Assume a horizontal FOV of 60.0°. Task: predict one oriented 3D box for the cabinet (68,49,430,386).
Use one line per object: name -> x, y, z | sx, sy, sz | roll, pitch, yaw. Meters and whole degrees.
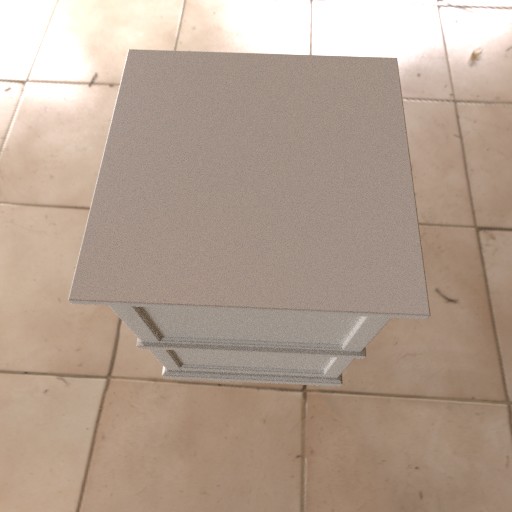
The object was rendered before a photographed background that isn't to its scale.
cabinet -> 0.000, 0.000, 1.132 | 0.547, 0.775, 0.544 | 2, 64, 1
